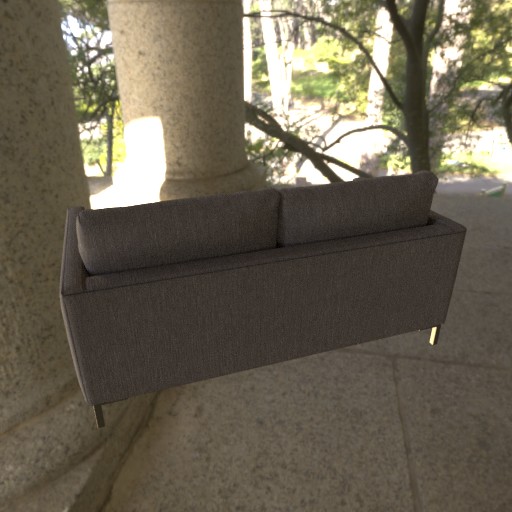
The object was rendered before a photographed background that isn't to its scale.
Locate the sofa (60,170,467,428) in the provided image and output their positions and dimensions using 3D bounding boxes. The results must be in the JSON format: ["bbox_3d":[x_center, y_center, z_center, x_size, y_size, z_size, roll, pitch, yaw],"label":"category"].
[{"bbox_3d":[0.000,0.000,2.132,1.682,0.840,0.875,-9,27,-17],"label":"sofa"}]
